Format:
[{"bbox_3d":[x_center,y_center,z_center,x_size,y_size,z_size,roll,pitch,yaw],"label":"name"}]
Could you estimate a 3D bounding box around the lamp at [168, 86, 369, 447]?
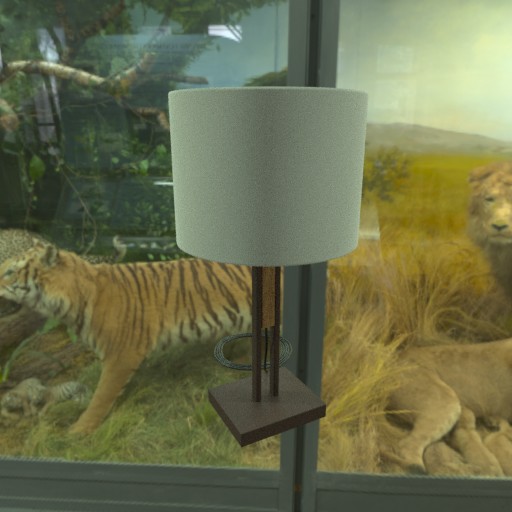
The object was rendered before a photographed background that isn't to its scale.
[{"bbox_3d":[0.000,0.000,0.982,0.396,0.668,0.525,-9,19,-27],"label":"lamp"}]
